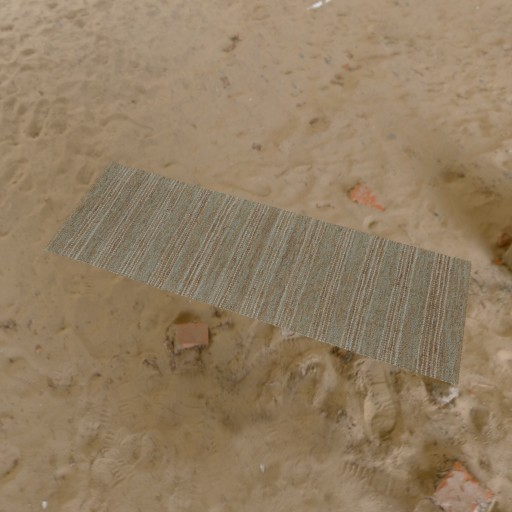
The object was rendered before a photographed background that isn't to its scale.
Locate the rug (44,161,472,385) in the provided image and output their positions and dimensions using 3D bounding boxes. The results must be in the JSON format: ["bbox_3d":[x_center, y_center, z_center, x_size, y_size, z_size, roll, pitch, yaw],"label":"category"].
[{"bbox_3d":[0.000,0.000,2.646,2.438,0.006,0.783,17,59,10],"label":"rug"}]
